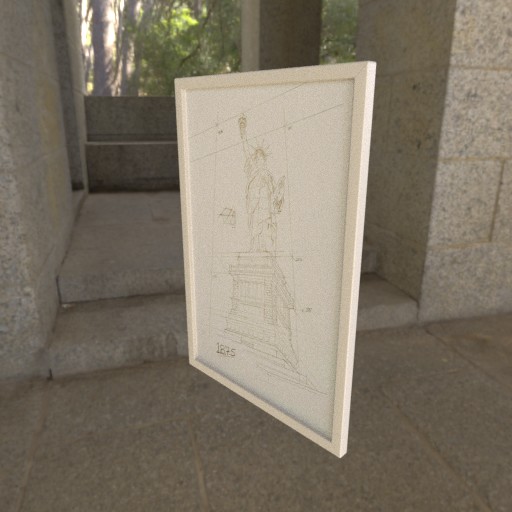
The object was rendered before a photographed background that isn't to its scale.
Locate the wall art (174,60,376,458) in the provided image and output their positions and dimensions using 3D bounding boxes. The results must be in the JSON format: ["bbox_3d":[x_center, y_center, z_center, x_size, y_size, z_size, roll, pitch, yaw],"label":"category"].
[{"bbox_3d":[0.000,0.000,1.056,0.026,0.813,0.556,-17,24,-42],"label":"wall art"}]
